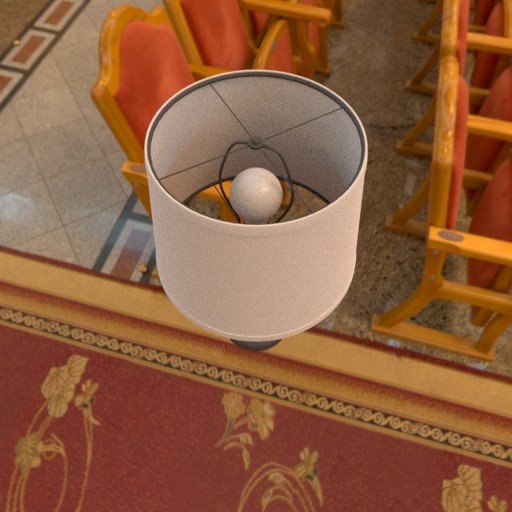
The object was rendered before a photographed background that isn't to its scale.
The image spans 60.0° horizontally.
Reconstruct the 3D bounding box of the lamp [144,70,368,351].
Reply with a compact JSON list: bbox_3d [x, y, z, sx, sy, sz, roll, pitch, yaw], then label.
[{"bbox_3d":[0.000,0.000,0.716,0.310,0.501,0.310,0,57,0],"label":"lamp"}]
